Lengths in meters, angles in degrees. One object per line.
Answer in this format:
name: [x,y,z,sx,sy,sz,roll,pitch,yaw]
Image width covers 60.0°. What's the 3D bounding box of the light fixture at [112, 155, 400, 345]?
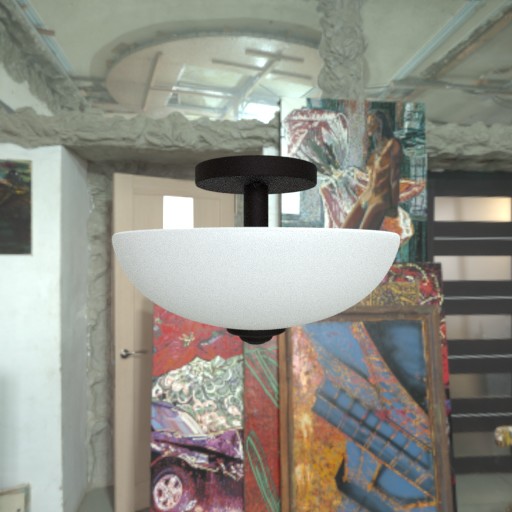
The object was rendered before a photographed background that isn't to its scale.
light fixture: [0.000,0.000,0.535,0.331,0.212,0.331,0,0,0]
